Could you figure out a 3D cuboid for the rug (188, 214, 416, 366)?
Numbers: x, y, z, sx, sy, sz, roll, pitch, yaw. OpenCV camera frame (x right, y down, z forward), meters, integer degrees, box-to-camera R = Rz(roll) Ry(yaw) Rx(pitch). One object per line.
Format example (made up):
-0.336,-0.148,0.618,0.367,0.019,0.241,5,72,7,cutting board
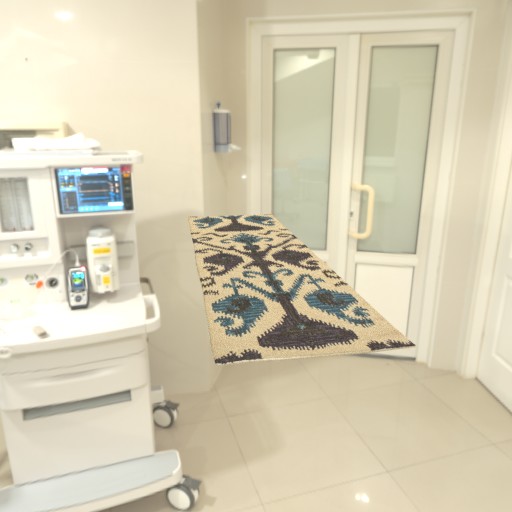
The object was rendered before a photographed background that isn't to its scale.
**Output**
0.000,0.000,2.530,0.692,0.017,2.301,-3,17,-10,rug
